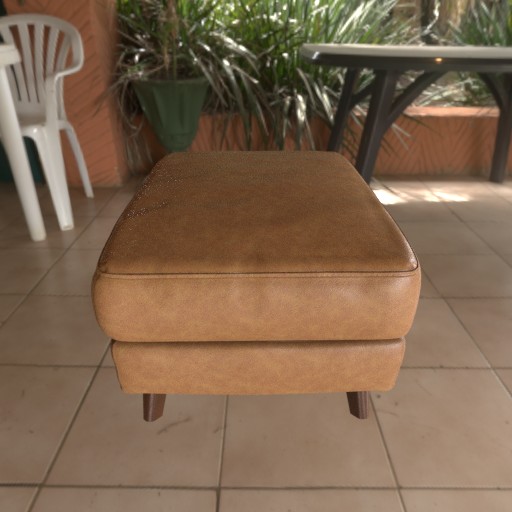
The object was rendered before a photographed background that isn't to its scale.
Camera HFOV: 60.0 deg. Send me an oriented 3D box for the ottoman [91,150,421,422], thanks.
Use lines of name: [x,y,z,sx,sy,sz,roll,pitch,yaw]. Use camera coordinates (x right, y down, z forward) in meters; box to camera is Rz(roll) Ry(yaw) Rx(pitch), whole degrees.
ottoman: [0.000,0.000,1.210,0.630,0.461,0.869,0,27,-1]
